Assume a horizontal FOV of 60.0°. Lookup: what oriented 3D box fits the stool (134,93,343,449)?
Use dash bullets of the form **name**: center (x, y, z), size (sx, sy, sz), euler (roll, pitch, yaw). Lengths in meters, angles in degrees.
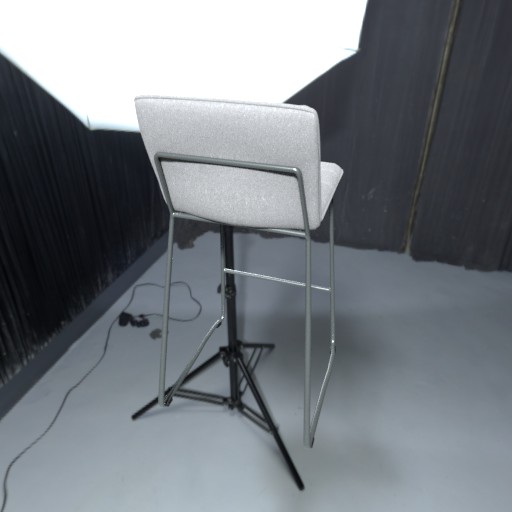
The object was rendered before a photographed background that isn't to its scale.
- **stool**: center (0.000, 0.000, 1.279), size (0.490, 0.960, 0.490), euler (10, 32, 16)
